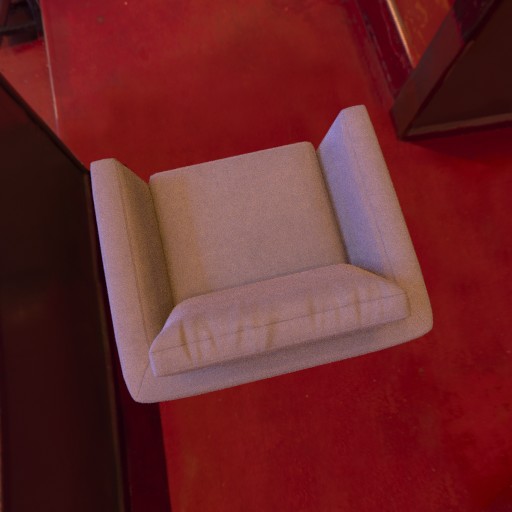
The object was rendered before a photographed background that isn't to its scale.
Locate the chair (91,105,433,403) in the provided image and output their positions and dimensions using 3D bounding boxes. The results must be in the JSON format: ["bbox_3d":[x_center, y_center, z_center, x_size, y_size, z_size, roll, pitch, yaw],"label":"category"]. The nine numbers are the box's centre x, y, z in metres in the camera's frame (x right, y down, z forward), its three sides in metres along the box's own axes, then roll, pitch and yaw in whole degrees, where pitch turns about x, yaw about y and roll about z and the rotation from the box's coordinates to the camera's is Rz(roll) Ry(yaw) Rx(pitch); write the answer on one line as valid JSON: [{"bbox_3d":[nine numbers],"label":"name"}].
[{"bbox_3d":[0.000,0.000,1.695,1.041,0.864,0.889,-13,76,-3],"label":"chair"}]
